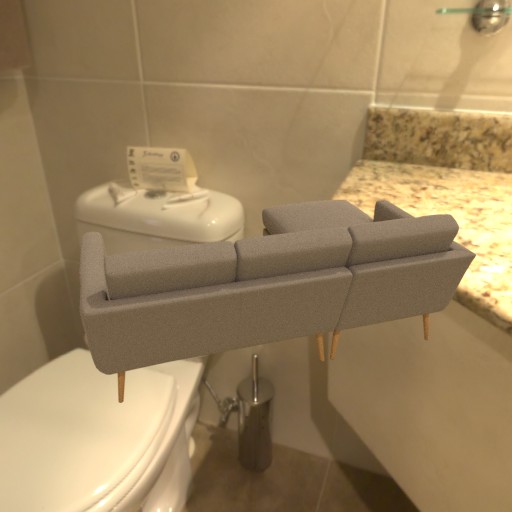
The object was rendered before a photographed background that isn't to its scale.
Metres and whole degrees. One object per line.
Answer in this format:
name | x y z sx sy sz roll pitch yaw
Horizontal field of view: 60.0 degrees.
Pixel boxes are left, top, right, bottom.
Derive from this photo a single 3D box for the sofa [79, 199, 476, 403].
sofa | 0.000 0.000 2.836 2.040 0.860 1.530 -8 28 -15
